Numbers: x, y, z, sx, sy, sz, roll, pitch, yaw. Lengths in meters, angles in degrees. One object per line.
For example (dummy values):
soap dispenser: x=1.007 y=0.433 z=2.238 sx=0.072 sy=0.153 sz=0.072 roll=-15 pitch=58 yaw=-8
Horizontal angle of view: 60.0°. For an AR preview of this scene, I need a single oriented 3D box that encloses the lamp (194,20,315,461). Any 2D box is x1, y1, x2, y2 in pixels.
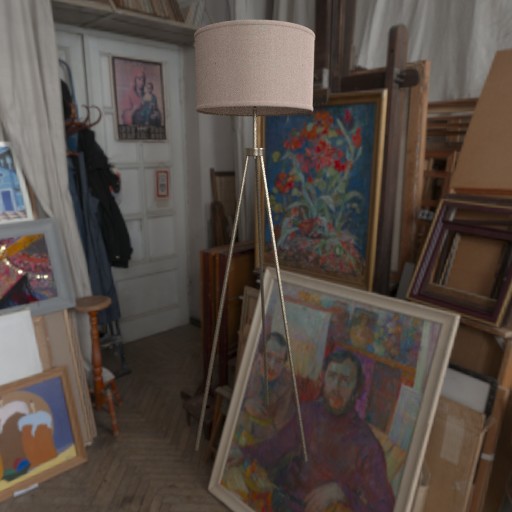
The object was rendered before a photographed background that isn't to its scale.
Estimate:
lamp: x=0.000 y=0.000 z=1.710 sx=0.449 sy=1.545 sz=0.460 roll=2 pitch=13 yaw=9
